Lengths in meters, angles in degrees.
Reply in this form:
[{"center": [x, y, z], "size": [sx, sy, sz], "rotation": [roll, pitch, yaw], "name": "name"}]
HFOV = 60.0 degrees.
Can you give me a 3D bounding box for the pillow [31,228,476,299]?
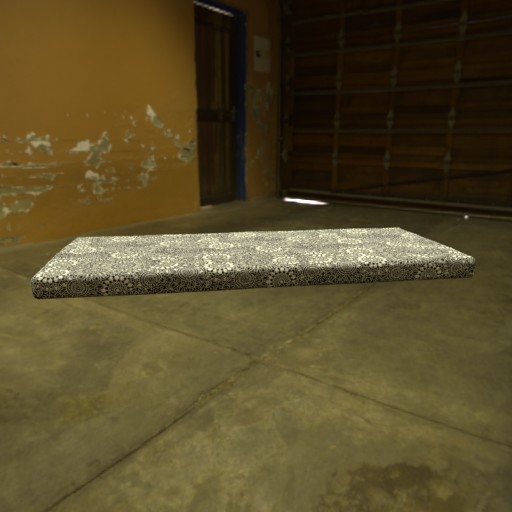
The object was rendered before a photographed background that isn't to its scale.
[{"center": [0.000, 0.000, 1.353], "size": [1.187, 0.081, 0.492], "rotation": [-2, 15, -9], "name": "pillow"}]
